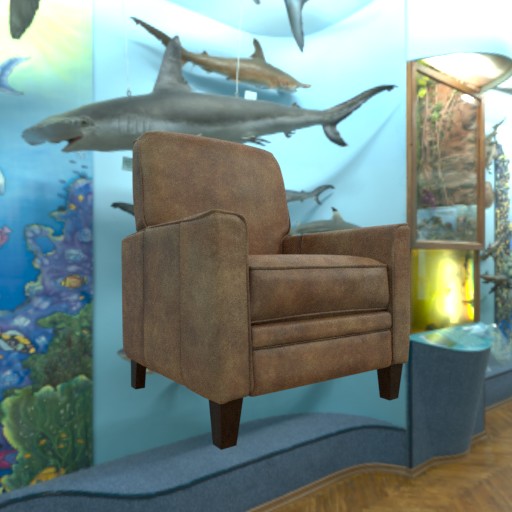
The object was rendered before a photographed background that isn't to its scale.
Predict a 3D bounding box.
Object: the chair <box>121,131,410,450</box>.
[{"bbox_3d":[0.000,0.000,1.693,0.843,1.043,0.836,0,0,-35],"label":"chair"}]
